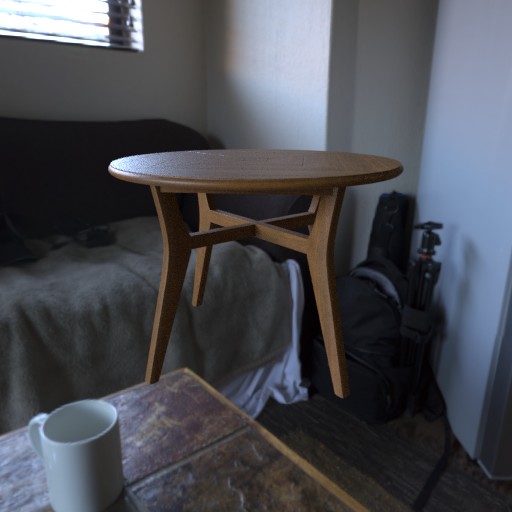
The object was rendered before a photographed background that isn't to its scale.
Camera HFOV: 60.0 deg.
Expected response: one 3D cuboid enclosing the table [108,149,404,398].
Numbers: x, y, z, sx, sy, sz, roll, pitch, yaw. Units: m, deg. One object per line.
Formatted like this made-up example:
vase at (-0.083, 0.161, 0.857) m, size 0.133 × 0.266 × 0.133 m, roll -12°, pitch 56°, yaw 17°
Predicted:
table at (0.000, 0.000, 1.772) m, size 1.055 × 0.757 × 1.055 m, roll 0°, pitch 18°, yaw 0°
